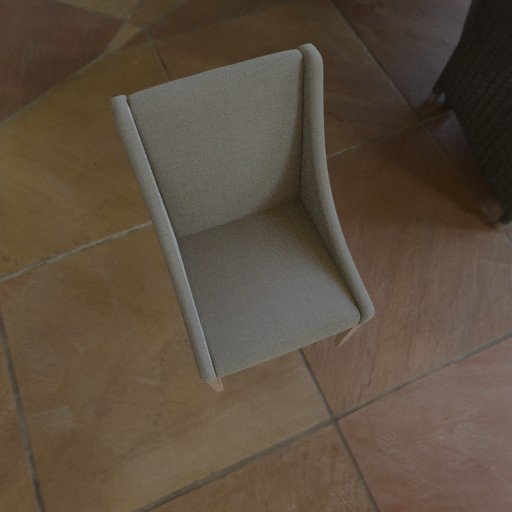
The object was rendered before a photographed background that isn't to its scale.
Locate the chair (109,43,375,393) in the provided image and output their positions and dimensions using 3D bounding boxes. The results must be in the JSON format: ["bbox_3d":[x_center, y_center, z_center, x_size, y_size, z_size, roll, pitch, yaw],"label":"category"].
[{"bbox_3d":[0.000,0.000,1.426,0.575,1.021,0.611,-19,68,-8],"label":"chair"}]
